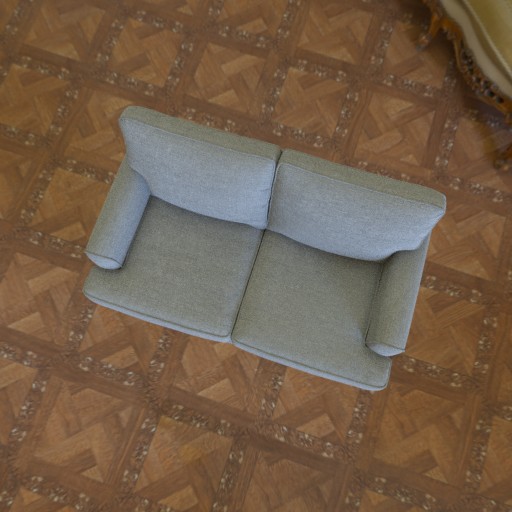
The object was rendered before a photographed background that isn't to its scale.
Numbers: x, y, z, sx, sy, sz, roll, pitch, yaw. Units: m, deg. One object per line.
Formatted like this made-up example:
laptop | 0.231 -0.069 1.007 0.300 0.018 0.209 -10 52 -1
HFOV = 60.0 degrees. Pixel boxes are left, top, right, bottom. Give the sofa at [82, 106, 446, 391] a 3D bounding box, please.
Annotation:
sofa | 0.000 0.000 2.313 1.651 0.965 0.965 17 76 4
